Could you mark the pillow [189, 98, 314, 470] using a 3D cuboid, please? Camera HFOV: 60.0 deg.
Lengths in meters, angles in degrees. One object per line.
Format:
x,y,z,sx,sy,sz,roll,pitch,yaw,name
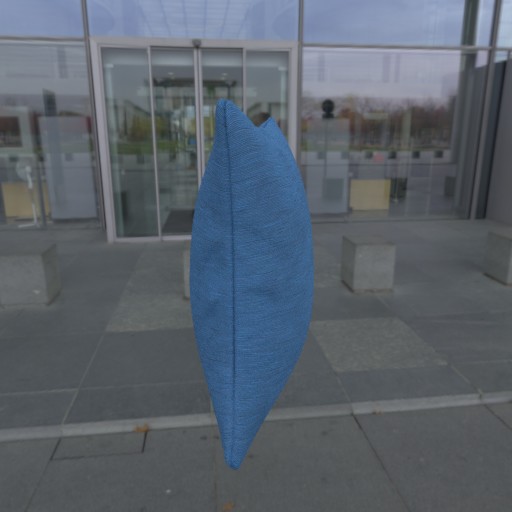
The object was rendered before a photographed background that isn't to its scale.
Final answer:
0.000,0.000,0.672,0.177,0.420,0.437,2,15,8,pillow
